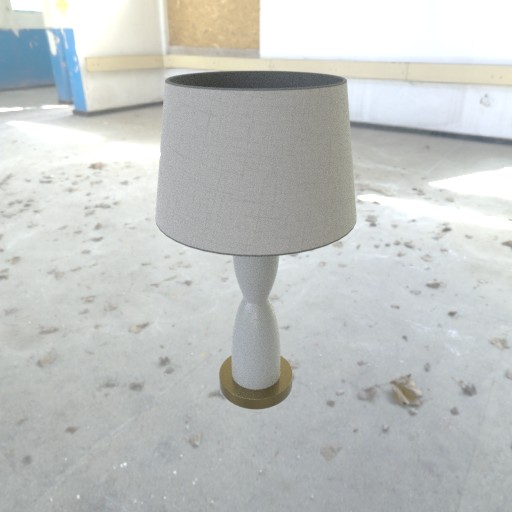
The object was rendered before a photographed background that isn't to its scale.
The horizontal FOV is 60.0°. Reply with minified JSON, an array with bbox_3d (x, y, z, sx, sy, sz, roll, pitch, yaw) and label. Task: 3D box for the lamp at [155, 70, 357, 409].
[{"bbox_3d":[0.000,0.000,0.729,0.309,0.545,0.309,0,27,0],"label":"lamp"}]
